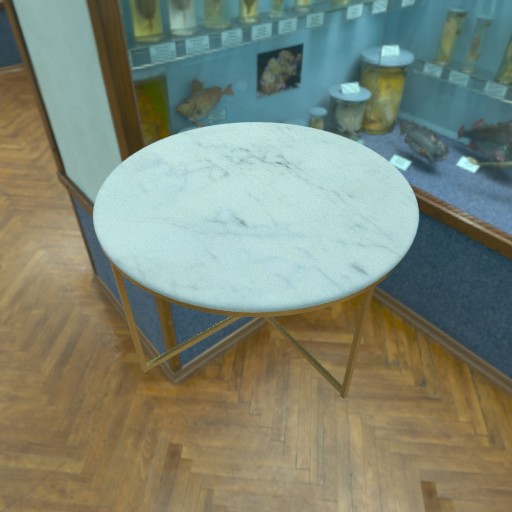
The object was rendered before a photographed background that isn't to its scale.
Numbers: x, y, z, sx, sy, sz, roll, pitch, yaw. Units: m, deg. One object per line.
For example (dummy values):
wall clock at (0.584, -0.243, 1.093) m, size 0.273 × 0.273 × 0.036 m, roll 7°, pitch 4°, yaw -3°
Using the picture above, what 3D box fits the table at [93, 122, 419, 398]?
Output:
table at (0.000, 0.000, 1.273) m, size 0.800 × 0.450 × 0.800 m, roll 0°, pitch 41°, yaw 0°
